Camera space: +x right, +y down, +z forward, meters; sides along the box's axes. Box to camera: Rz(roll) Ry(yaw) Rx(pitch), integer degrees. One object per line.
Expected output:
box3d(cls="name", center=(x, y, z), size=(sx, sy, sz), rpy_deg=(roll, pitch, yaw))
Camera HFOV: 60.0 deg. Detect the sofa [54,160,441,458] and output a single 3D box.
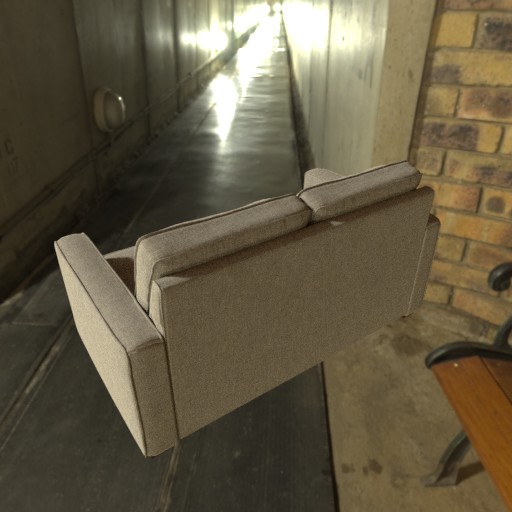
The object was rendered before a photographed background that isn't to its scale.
box3d(cls="sofa", center=(0.000, 0.000, 2.232), size=(1.706, 0.915, 0.945), rpy_deg=(-20, 37, -29))
